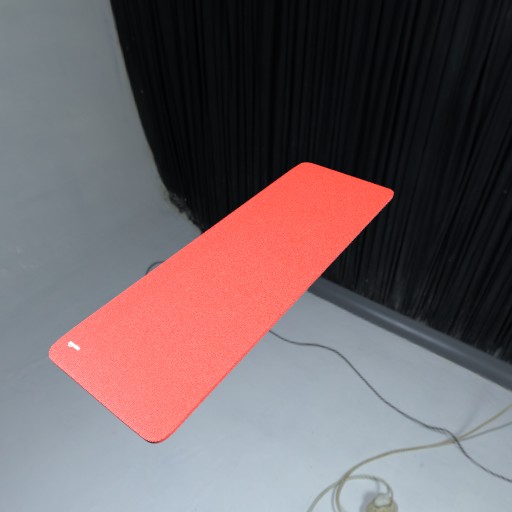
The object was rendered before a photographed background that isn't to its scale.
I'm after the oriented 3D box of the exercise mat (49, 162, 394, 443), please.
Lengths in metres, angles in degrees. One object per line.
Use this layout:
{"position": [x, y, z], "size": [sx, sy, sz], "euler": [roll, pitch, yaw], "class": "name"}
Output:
{"position": [0.000, 0.000, 2.093], "size": [0.616, 0.021, 1.869], "euler": [26, 46, 27], "class": "exercise mat"}
